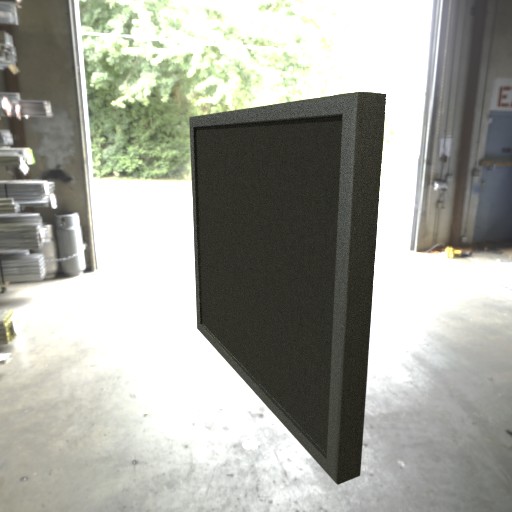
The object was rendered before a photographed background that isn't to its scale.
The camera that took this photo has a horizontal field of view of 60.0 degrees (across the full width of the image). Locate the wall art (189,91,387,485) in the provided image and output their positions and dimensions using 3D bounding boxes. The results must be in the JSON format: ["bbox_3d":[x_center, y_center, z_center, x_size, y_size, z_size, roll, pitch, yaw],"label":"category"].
[{"bbox_3d":[0.000,0.000,0.523,0.028,0.330,0.380,-7,16,-25],"label":"wall art"}]
